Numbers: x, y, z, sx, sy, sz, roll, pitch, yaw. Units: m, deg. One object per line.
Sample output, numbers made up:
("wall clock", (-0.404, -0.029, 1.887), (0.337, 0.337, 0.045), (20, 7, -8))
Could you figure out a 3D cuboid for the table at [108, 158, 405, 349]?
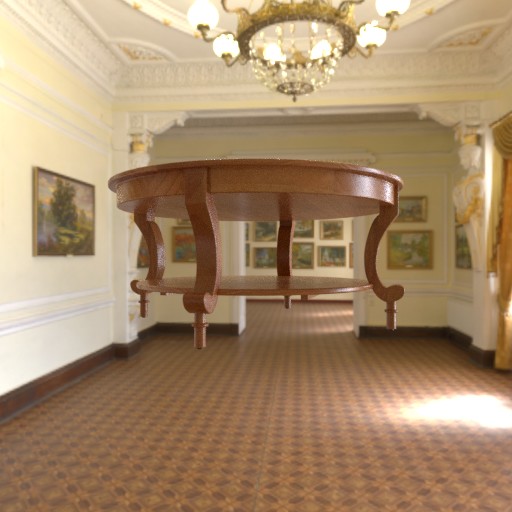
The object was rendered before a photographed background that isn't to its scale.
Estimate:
("table", (0.000, 0.000, 1.618), (1.029, 0.490, 1.029), (0, 0, 0))
